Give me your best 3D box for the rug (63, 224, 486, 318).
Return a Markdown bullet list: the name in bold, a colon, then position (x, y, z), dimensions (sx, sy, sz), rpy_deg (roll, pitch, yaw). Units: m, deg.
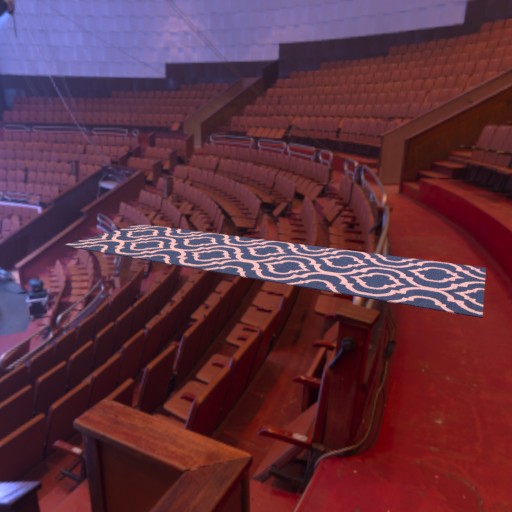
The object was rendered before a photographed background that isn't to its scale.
- **rug**: position (0.000, 0.000, 2.484), dimensions (2.296, 0.006, 0.685), rpy_deg (8, 18, 26)
